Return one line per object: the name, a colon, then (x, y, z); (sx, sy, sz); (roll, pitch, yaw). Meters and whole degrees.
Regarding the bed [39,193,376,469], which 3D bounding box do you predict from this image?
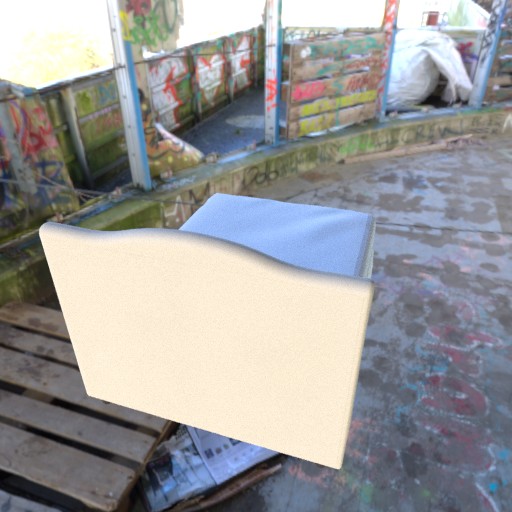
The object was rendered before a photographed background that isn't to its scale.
bed: (0.000, 0.000, 3.159); (1.678, 1.398, 2.052); (10, 34, 15)
